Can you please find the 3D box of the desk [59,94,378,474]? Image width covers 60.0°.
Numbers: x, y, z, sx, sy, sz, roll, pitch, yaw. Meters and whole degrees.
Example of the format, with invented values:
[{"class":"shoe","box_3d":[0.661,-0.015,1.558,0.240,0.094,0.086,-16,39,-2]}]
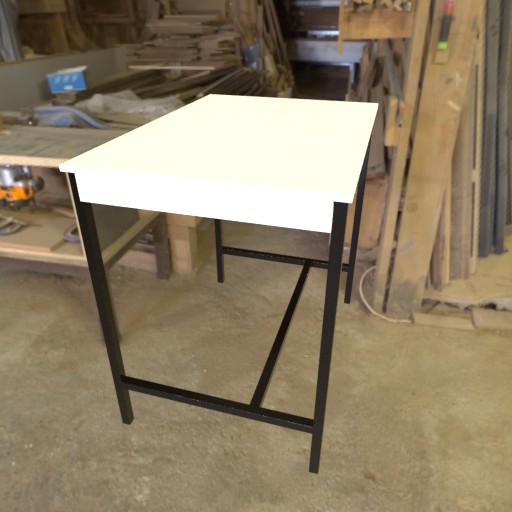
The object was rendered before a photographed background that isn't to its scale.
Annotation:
[{"class":"desk","box_3d":[0.000,0.000,1.332,0.573,0.766,0.811,8,31,14]}]
